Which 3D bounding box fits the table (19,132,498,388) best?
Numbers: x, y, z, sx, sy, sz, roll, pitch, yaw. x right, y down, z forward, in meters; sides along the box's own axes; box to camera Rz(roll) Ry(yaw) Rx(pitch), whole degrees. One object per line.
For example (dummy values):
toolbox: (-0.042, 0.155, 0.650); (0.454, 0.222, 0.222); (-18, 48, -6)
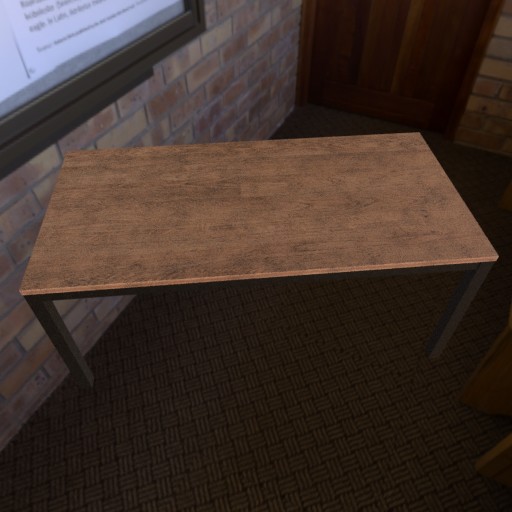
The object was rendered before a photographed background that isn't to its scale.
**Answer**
table: (0.000, 0.000, 2.243); (1.805, 0.767, 0.893); (-4, 47, -4)
